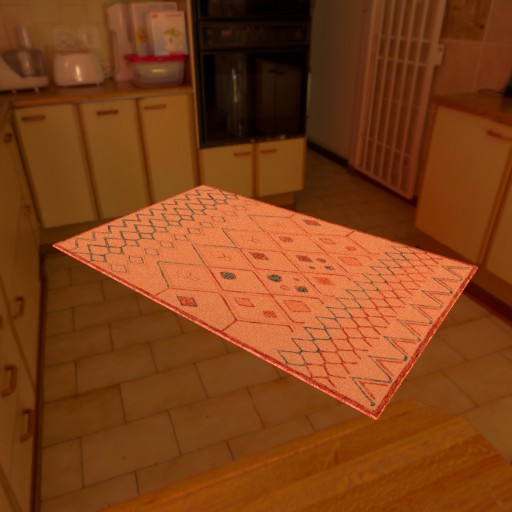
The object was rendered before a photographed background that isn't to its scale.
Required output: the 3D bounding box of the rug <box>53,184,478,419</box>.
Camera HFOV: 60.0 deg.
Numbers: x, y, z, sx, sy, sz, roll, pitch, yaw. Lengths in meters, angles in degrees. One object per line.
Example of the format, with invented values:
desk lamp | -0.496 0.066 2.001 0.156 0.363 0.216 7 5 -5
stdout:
rug | 0.000 0.000 2.982 2.438 0.015 1.524 21 36 32
